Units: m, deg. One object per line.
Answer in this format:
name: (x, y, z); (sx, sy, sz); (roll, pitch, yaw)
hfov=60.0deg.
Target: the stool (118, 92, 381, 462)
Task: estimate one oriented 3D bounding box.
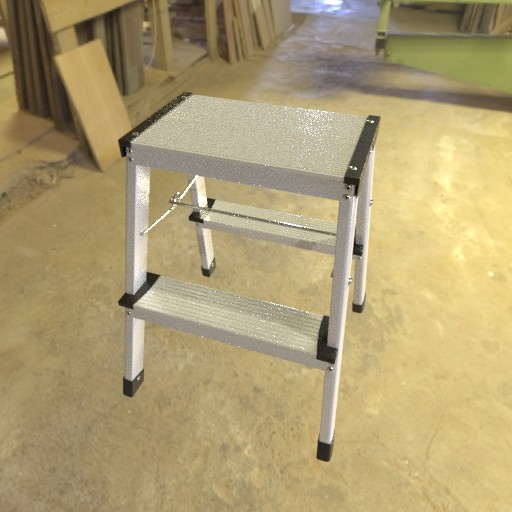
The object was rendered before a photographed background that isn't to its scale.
stool: (0.000, 0.000, 0.791); (0.404, 0.480, 0.405); (12, 41, 15)
